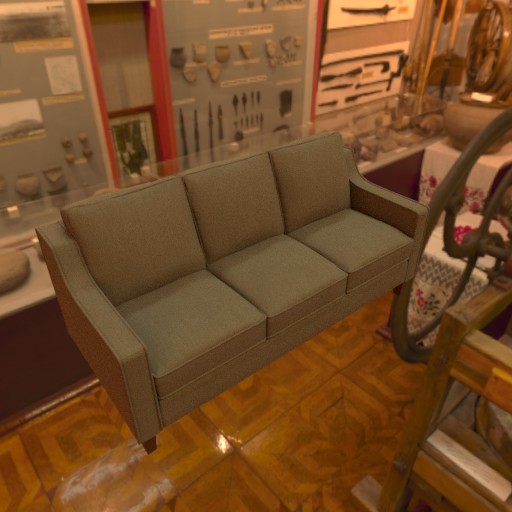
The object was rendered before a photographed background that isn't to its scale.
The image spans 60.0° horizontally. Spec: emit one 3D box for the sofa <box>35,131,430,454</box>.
[{"bbox_3d":[0.000,0.000,2.514,1.986,0.974,0.911,-24,40,-31],"label":"sofa"}]
